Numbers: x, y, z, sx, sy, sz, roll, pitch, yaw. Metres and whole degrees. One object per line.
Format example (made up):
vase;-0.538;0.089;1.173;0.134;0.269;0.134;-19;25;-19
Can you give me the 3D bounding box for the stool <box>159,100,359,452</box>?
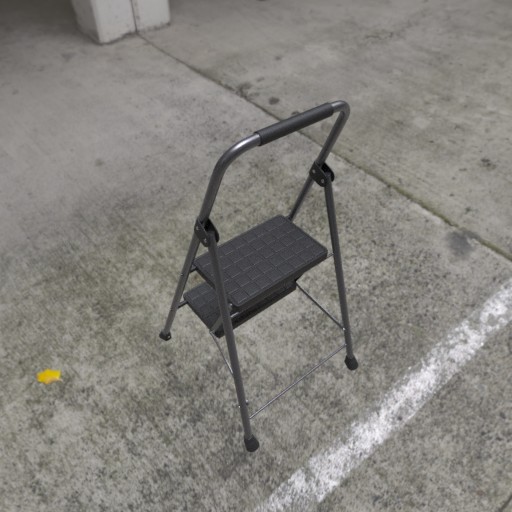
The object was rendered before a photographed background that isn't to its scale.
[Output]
stool;0.000;0.000;1.158;0.450;0.872;0.514;-29;52;-26
